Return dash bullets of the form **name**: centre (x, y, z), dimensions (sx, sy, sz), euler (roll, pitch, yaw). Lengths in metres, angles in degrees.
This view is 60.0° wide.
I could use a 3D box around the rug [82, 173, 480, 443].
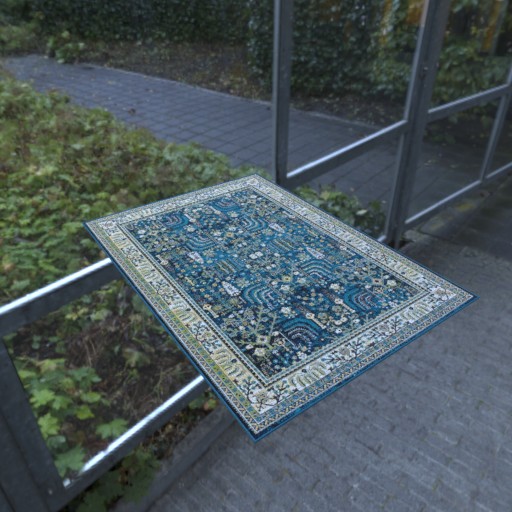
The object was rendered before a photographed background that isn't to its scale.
- **rug**: centre (0.000, 0.000, 2.923), dimensions (1.594, 0.013, 2.213), euler (-22, 39, -29)
